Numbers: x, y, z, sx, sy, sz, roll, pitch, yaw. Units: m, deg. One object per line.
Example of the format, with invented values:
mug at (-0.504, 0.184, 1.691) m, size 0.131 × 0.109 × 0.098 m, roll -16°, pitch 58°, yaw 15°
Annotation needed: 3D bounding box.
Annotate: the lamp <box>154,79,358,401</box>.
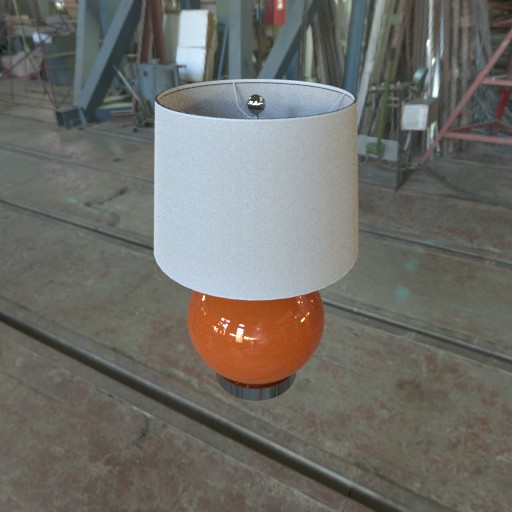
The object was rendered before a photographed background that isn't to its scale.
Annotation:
lamp at (0.000, 0.000, 0.556) m, size 0.247 × 0.387 × 0.247 m, roll 0°, pitch 31°, yaw 0°
